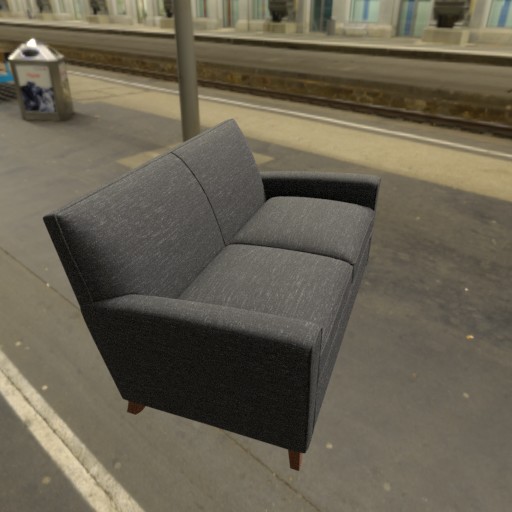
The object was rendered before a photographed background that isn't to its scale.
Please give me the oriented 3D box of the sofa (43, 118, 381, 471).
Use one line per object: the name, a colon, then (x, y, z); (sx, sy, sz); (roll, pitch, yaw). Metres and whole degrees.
sofa: (0.000, 0.000, 1.949); (0.875, 0.846, 1.420); (11, 32, 18)
